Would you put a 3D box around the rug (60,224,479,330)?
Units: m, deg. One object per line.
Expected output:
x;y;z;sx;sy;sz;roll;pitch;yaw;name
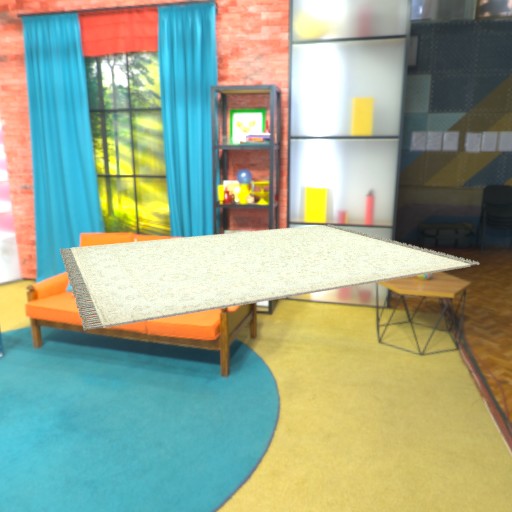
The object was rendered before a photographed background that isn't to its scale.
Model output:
0.000;0.000;2.255;1.771;0.015;1.223;-7;15;-26;rug
